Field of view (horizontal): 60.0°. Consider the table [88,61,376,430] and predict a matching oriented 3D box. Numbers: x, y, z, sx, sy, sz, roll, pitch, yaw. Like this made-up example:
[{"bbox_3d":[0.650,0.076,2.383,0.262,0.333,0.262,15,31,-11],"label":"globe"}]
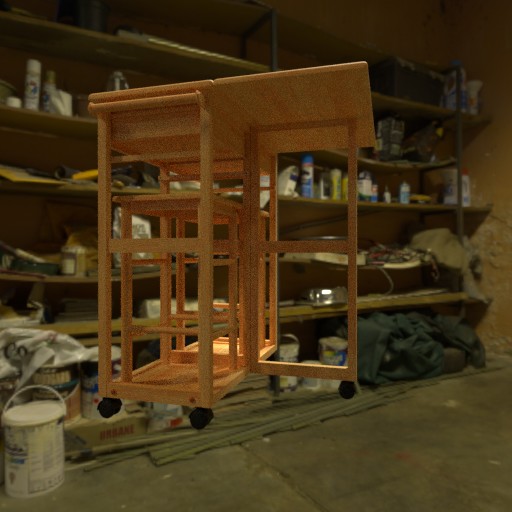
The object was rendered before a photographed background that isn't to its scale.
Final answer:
[{"bbox_3d":[0.000,0.000,1.365,0.693,0.832,0.752,0,0,16],"label":"table"}]
